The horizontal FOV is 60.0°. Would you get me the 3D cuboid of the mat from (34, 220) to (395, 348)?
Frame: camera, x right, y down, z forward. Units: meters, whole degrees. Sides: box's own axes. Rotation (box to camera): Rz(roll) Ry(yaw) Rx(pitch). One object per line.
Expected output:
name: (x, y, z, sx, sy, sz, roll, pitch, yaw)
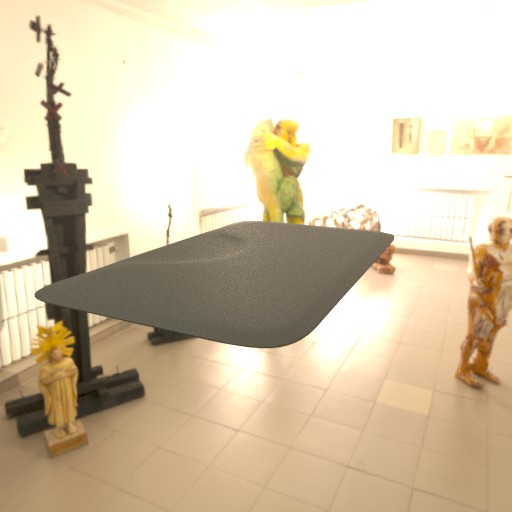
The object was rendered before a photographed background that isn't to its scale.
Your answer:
mat: (0.000, 0.000, 1.842, 0.918, 0.013, 1.524, 7, 16, 25)
